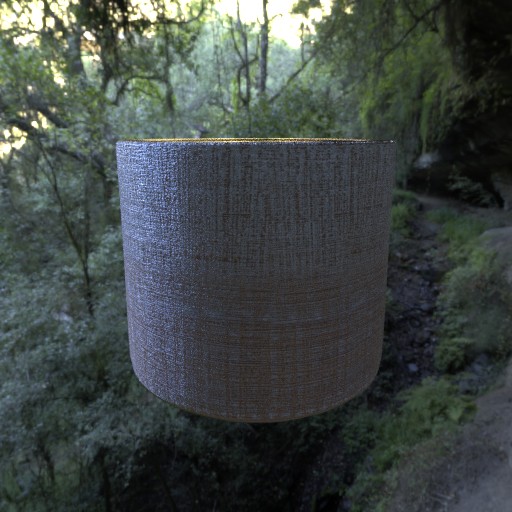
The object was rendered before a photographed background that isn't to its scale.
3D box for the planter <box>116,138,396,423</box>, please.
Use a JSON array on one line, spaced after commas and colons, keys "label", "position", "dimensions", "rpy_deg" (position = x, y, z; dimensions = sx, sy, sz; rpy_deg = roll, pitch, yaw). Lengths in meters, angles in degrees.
[{"label": "planter", "position": [0.000, 0.000, 0.188], "dimensions": [0.109, 0.096, 0.109], "rpy_deg": [0, 15, 0]}]
